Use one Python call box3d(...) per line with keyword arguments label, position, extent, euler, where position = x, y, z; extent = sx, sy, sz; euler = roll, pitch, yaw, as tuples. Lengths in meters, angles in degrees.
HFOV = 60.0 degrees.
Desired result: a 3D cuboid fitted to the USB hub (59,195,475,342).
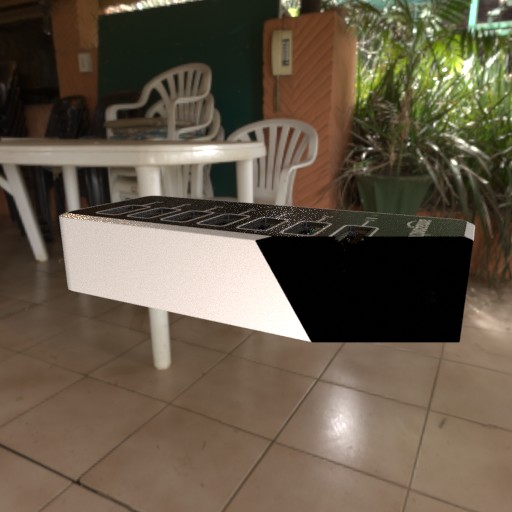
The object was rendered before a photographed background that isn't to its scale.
box3d(label="USB hub", position=(0.000, 0.000, 0.126), extent=(0.110, 0.023, 0.044), euler=(8, 18, 25))
